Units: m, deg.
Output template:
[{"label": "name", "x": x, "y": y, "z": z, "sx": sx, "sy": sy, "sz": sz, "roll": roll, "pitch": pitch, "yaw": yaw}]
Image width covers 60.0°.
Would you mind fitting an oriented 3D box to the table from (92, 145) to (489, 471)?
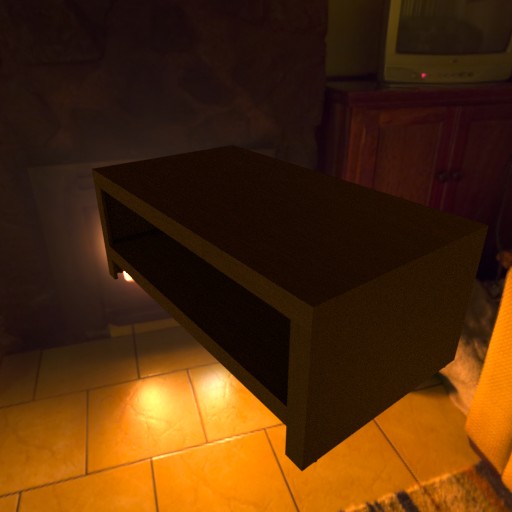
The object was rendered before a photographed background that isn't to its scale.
[{"label": "table", "x": 0.000, "y": 0.000, "z": 1.410, "sx": 0.597, "sy": 0.424, "sz": 1.099, "roll": -19, "pitch": 32, "yaw": -33}]
